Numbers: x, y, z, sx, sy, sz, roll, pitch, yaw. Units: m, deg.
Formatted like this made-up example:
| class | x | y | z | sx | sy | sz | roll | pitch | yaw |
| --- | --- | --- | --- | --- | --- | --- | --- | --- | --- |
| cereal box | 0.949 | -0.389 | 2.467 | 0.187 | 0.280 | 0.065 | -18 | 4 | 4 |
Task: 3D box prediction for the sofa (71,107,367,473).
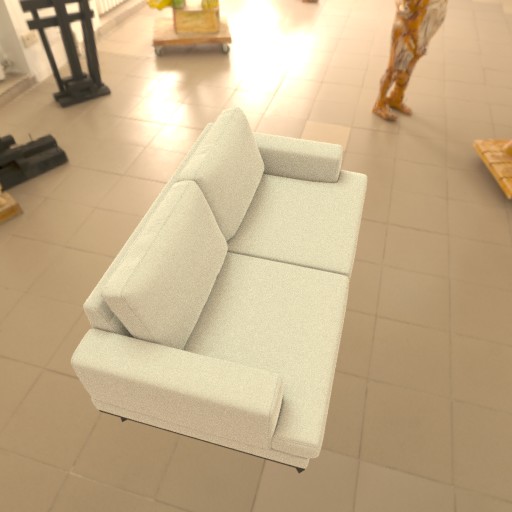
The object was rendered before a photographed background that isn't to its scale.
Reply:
| class | x | y | z | sx | sy | sz | roll | pitch | yaw |
| --- | --- | --- | --- | --- | --- | --- | --- | --- | --- |
| sofa | 0.000 | 0.000 | 2.128 | 0.920 | 0.810 | 1.650 | 11 | 47 | 11 |
